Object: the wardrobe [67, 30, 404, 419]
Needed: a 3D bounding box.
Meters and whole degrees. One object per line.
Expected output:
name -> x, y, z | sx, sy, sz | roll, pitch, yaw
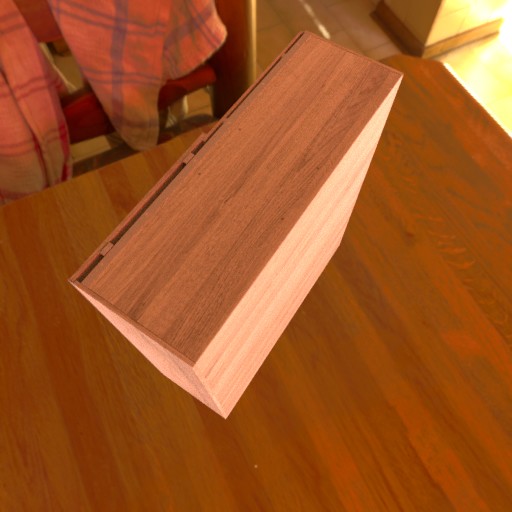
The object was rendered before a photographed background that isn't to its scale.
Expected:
wardrobe -> 0.000, 0.000, 2.893 | 0.629, 1.960, 1.780 | 31, 68, 14
